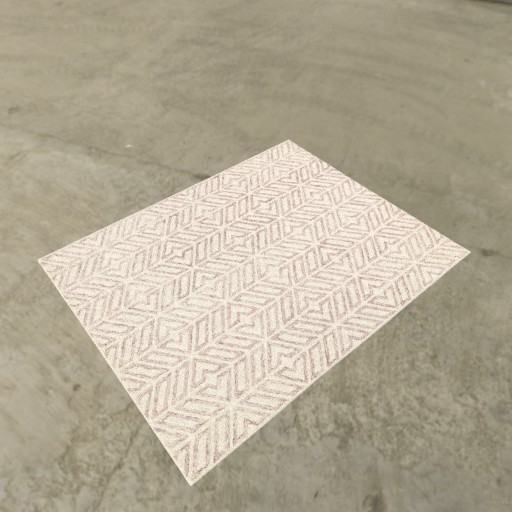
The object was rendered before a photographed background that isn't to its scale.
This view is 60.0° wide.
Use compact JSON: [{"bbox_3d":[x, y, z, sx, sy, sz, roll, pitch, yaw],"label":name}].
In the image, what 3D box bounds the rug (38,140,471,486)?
[{"bbox_3d":[0.000,0.000,3.972,3.045,0.008,2.421,-31,54,-26],"label":"rug"}]
